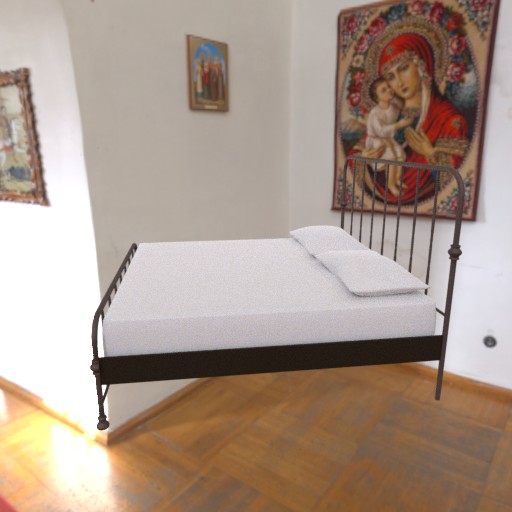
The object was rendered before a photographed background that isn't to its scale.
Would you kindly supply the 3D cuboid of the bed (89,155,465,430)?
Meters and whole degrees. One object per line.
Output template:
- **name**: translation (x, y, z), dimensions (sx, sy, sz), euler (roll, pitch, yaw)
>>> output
- **bed**: translation (0.000, 0.000, 3.442), dimensions (2.134, 1.446, 2.044), euler (-2, 15, -8)
